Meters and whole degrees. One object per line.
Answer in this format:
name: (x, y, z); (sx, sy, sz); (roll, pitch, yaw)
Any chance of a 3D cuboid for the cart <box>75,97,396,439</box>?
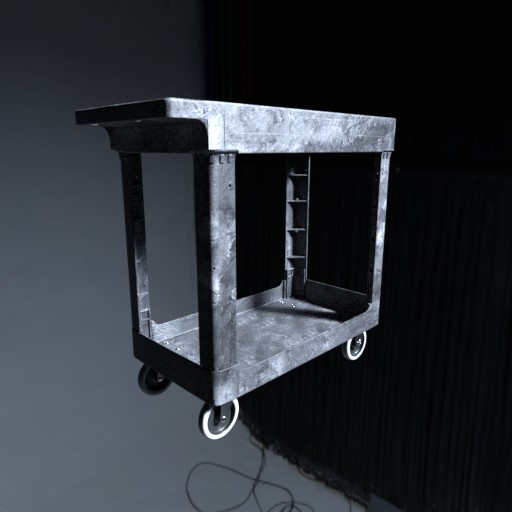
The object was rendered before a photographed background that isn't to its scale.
cart: (0.000, 0.000, 1.355); (0.877, 0.824, 0.420); (-13, 19, -43)
